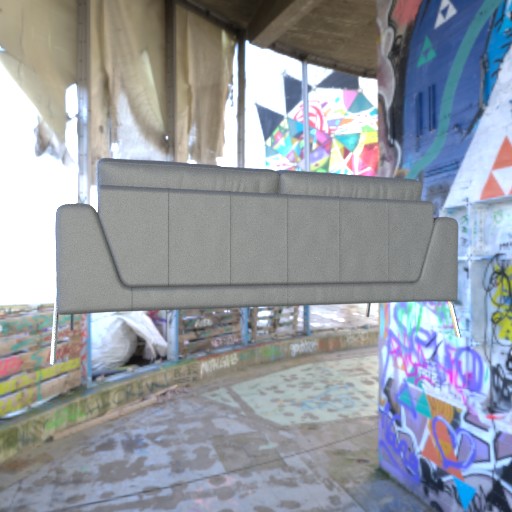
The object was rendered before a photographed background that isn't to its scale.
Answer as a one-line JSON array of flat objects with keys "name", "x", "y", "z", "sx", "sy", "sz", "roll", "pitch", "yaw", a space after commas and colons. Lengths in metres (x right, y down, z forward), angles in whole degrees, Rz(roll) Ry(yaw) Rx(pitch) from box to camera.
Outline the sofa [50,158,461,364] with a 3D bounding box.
[{"name": "sofa", "x": 0.000, "y": 0.000, "z": 2.515, "sx": 2.017, "sy": 0.875, "sz": 0.953, "roll": 0, "pitch": -1, "yaw": -18}]
